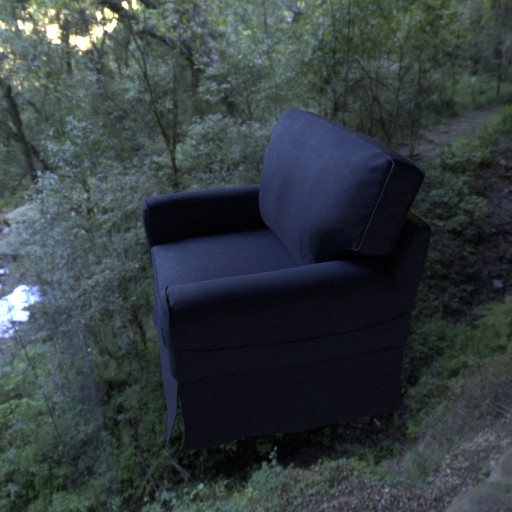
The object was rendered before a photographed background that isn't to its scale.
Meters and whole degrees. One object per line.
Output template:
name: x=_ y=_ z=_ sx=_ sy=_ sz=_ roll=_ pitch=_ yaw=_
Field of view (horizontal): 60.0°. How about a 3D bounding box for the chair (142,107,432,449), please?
chair: x=0.000 y=0.000 z=1.988 sx=1.002 sy=1.140 sz=1.119 roll=-8 pitch=29 yaw=-15
